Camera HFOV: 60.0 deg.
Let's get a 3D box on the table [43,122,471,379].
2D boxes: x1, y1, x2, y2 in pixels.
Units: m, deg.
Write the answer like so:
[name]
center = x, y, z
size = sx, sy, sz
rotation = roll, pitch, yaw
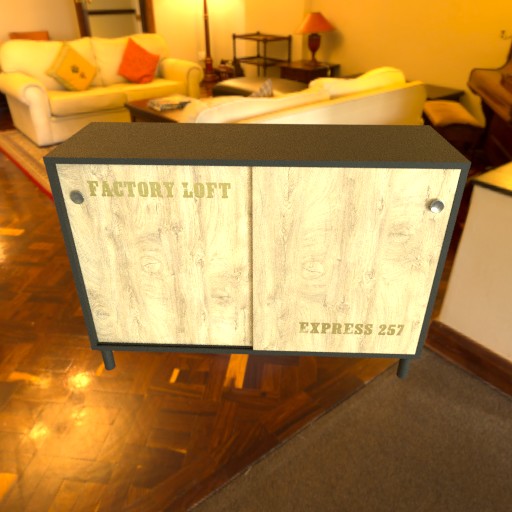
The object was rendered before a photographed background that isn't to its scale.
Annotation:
[table]
center = 0.000, 0.000, 1.621
size = 1.200, 0.855, 0.400
rotation = 1, 31, 2
